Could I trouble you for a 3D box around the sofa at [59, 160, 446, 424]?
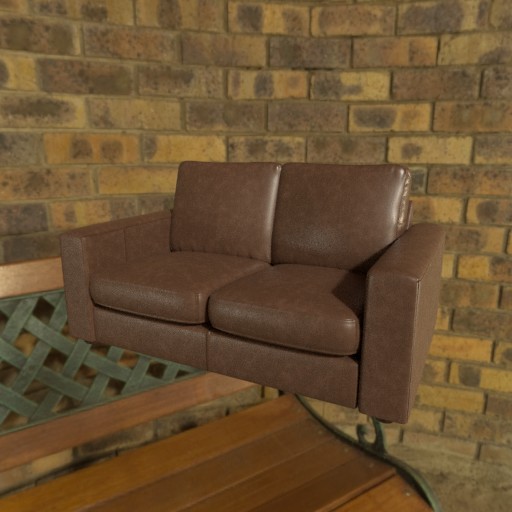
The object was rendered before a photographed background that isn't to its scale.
[{"bbox_3d":[0.000,0.000,2.150,1.616,0.873,1.016,7,15,26],"label":"sofa"}]
